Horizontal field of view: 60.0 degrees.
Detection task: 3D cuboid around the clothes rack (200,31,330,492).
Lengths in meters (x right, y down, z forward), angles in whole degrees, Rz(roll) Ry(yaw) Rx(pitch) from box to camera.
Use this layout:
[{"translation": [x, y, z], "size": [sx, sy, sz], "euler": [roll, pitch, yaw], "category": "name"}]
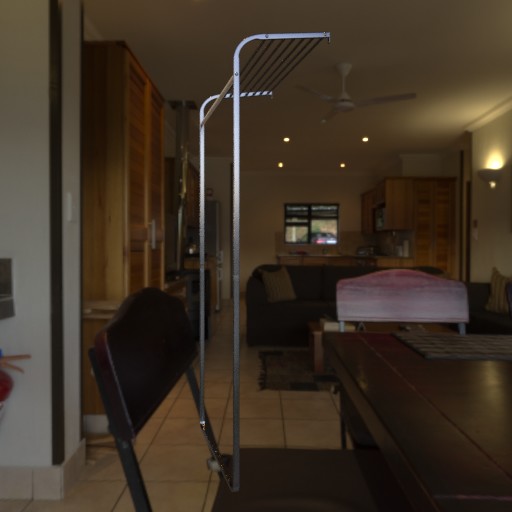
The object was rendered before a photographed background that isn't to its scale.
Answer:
[{"translation": [0.000, 0.000, 1.791], "size": [0.349, 1.574, 0.609], "euler": [0, 1, -18], "category": "clothes rack"}]
